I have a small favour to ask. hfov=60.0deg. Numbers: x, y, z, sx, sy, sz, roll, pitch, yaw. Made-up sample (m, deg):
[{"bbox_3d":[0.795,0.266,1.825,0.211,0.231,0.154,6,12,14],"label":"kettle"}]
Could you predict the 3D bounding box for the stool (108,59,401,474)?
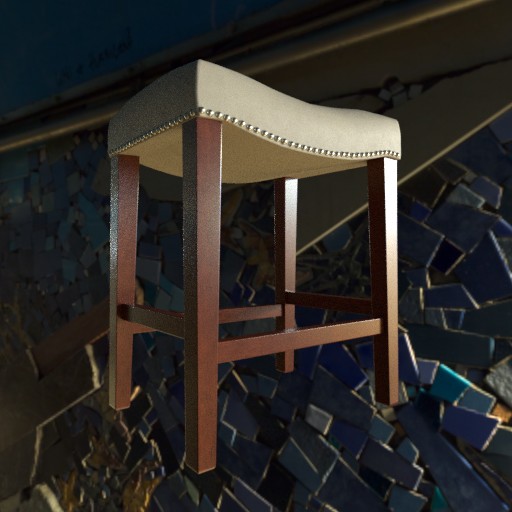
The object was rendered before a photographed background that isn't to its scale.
[{"bbox_3d":[0.000,0.000,0.938,0.509,0.632,0.375,0,1,-38],"label":"stool"}]
